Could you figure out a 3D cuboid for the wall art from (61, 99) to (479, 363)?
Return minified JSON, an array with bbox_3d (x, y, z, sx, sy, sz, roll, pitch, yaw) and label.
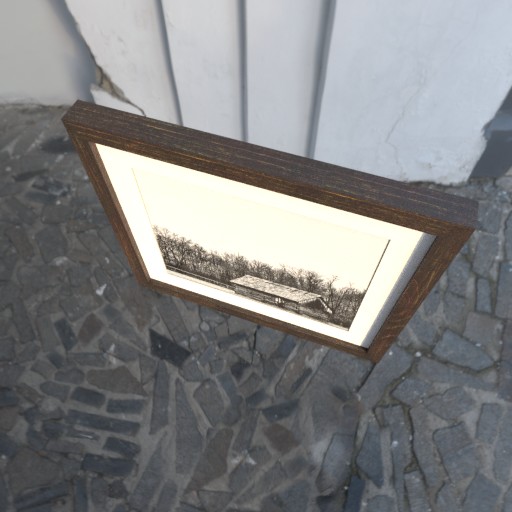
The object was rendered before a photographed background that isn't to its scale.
[{"bbox_3d":[0.000,0.000,0.533,0.381,0.330,0.031,17,60,10],"label":"wall art"}]
